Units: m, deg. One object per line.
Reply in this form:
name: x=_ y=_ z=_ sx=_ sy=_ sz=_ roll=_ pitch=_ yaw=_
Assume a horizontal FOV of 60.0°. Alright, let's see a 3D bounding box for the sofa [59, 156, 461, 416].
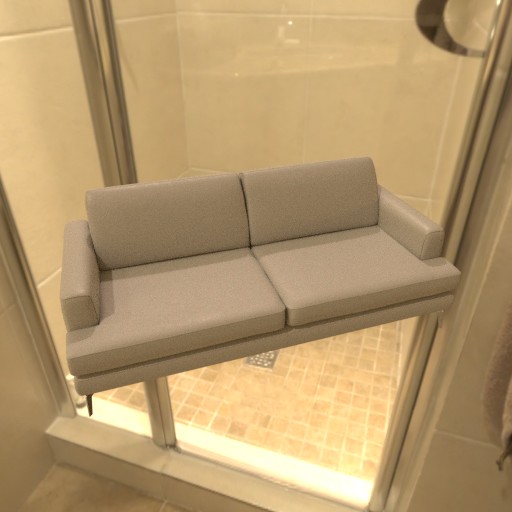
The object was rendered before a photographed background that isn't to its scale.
sofa: x=0.000 y=0.000 z=2.400 sx=1.940 sy=0.765 sz=0.974 roll=-10 pitch=33 yaw=-16
